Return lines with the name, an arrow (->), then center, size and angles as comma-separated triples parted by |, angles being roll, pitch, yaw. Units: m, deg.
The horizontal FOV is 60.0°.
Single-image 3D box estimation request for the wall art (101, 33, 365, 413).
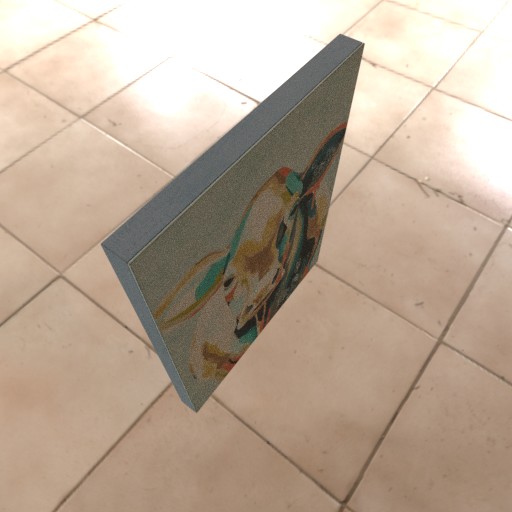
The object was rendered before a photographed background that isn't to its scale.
wall art -> 0.000, 0.000, 0.685 | 0.037, 0.509, 0.409 | 32, 62, 19
